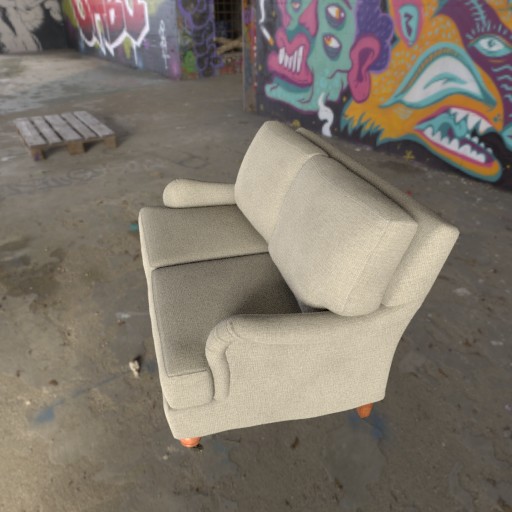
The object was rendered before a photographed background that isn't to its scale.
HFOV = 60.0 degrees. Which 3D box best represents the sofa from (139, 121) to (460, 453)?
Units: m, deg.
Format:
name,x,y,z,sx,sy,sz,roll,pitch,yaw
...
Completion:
name,x,y,z,sx,sy,sz,roll,pitch,yaw
sofa,0.000,0.000,2.196,1.087,0.999,1.480,-8,31,-14
